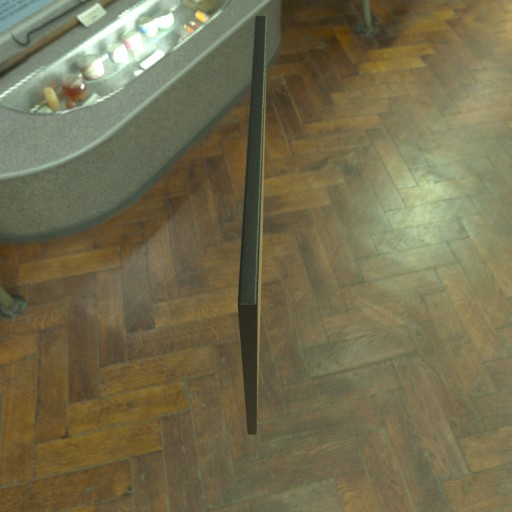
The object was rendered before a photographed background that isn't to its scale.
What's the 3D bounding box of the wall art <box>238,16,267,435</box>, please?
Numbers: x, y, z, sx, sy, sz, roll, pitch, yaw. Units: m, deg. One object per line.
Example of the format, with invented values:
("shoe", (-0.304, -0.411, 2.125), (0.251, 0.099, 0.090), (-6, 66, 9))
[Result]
("wall art", (0.000, 0.000, 0.777), (0.018, 0.582, 0.481), (2, 57, 1))
